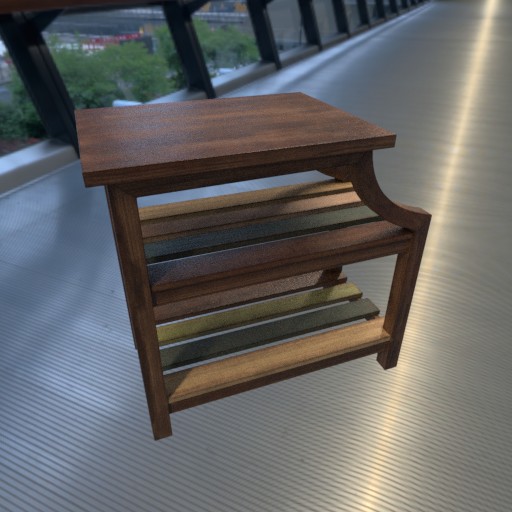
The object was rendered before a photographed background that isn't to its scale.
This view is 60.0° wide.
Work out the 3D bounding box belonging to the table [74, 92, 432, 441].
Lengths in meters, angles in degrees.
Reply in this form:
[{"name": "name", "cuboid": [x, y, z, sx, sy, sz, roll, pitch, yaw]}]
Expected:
[{"name": "table", "cuboid": [0.000, 0.000, 0.951, 0.609, 0.584, 0.356, -11, 33, -18]}]
